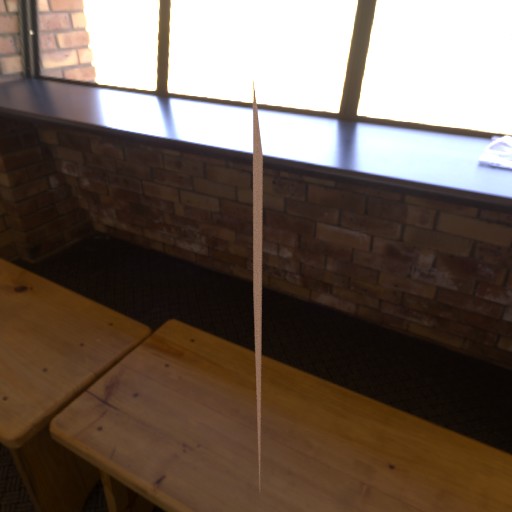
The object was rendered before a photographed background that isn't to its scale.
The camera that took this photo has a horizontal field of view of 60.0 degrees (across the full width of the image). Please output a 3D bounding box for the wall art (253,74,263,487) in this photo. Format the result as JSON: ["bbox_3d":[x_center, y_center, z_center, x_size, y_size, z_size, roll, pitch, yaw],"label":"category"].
[{"bbox_3d":[0.000,0.000,2.202,0.002,1.505,1.517,-1,30,-1],"label":"wall art"}]
